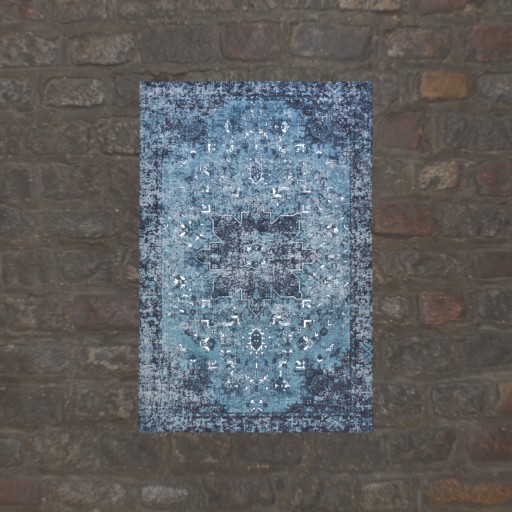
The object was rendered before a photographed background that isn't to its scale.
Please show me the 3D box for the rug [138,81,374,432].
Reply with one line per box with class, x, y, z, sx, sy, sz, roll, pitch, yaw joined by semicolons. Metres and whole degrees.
rug;0.000;0.000;2.309;1.219;0.005;1.828;0;89;0
